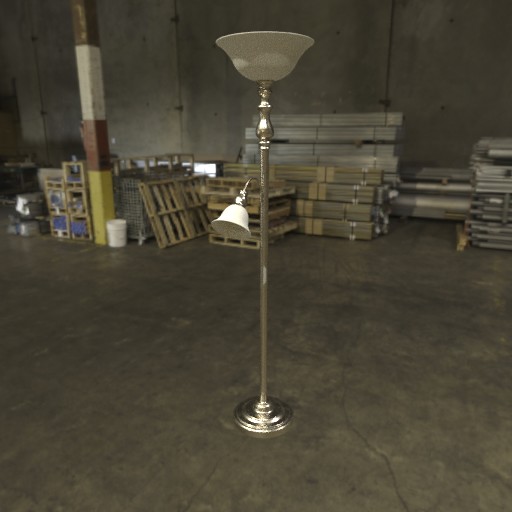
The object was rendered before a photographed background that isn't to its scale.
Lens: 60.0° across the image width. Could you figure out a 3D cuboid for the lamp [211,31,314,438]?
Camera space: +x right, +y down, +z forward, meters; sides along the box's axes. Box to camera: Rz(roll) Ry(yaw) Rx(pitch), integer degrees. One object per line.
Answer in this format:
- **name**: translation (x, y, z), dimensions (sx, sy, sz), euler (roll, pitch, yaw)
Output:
- **lamp**: translation (0.000, 0.000, 1.992), dimensions (0.405, 1.785, 0.575), euler (7, 17, 25)
